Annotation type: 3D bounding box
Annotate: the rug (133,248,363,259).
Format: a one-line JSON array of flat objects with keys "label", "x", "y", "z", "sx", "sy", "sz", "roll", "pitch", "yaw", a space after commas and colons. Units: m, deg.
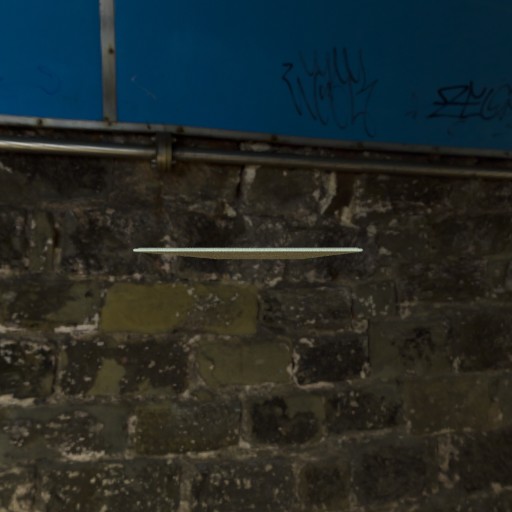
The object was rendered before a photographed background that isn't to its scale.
[{"label": "rug", "x": 0.000, "y": 0.000, "z": 2.367, "sx": 0.662, "sy": 0.011, "sz": 2.196, "roll": 0, "pitch": -1, "yaw": 1}]
